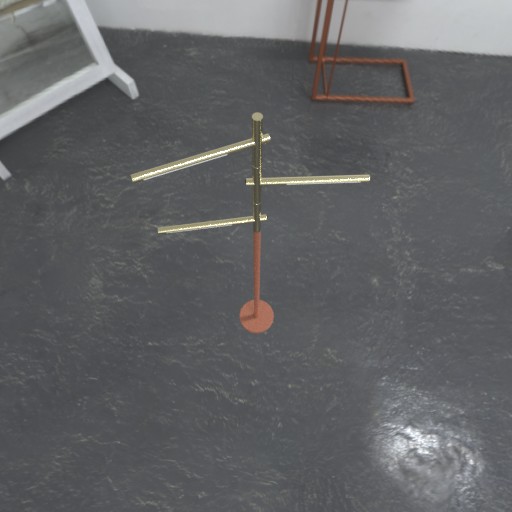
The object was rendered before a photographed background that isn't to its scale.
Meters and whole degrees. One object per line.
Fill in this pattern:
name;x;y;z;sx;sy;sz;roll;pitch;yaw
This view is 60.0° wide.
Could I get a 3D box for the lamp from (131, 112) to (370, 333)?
lamp;0.000;0.000;1.963;0.737;1.704;0.209;-14;65;-7
